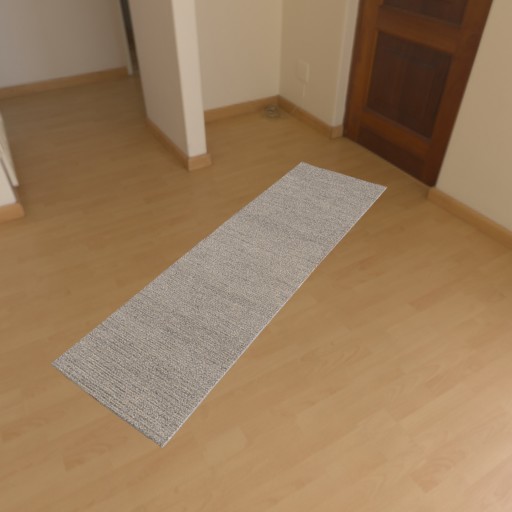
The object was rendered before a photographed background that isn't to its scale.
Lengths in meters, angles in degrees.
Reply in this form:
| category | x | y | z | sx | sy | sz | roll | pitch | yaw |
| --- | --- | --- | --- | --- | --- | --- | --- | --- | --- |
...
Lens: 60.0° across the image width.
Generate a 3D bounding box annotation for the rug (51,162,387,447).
| category | x | y | z | sx | sy | sz | roll | pitch | yaw |
| --- | --- | --- | --- | --- | --- | --- | --- | --- | --- |
| rug | 0.000 | 0.000 | 2.597 | 0.692 | 0.032 | 2.320 | 24 | 46 | 25 |
